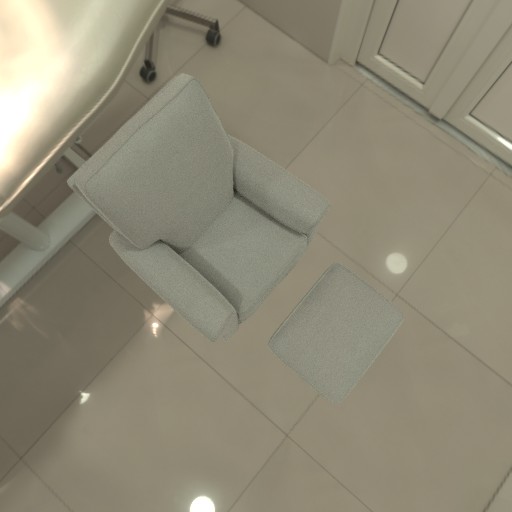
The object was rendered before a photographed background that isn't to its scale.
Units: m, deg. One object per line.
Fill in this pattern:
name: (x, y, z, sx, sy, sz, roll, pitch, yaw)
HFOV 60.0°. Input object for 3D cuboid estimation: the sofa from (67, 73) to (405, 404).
sofa: (0.000, 0.000, 2.094, 1.478, 0.959, 0.880, 39, 78, 10)
